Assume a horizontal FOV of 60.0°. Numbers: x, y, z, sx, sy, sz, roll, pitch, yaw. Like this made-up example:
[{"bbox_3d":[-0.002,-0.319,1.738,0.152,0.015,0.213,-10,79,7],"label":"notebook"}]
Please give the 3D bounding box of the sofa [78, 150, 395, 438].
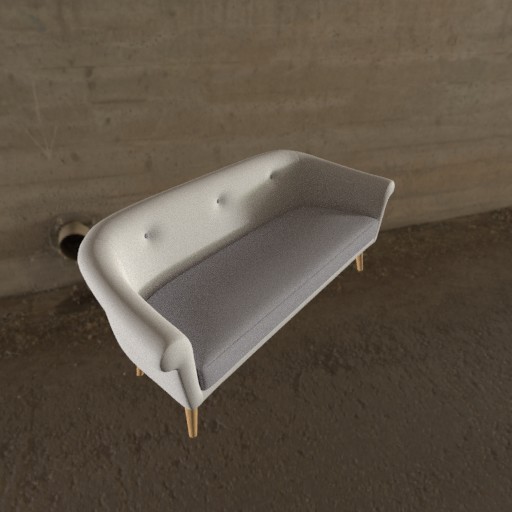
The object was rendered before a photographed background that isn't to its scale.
[{"bbox_3d":[0.000,0.000,2.542,0.827,0.795,2.160,19,34,31],"label":"sofa"}]
